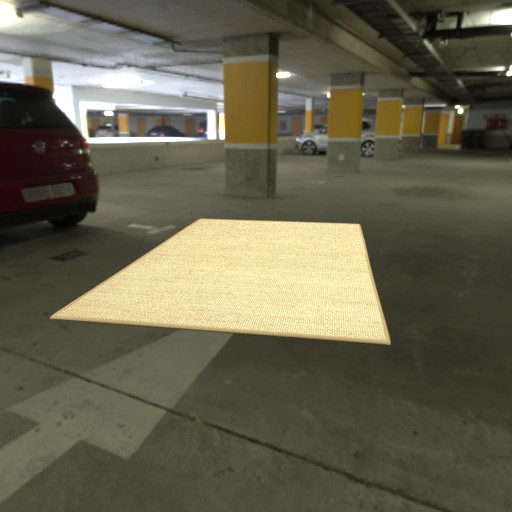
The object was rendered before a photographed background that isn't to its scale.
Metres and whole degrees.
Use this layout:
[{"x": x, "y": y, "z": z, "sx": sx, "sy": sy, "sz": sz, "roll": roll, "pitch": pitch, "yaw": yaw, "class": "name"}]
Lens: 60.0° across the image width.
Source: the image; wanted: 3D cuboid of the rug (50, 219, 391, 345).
[{"x": 0.000, "y": 0.000, "z": 2.121, "sx": 1.062, "sy": 0.013, "sz": 1.667, "roll": 3, "pitch": 16, "yaw": 9, "class": "rug"}]
